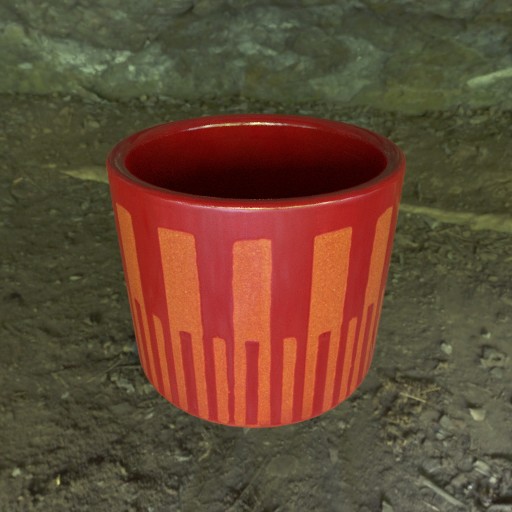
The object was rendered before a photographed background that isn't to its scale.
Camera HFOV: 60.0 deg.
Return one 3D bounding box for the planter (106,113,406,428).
[{"bbox_3d":[0.000,0.000,0.401,0.230,0.202,0.230,0,30,0],"label":"planter"}]
